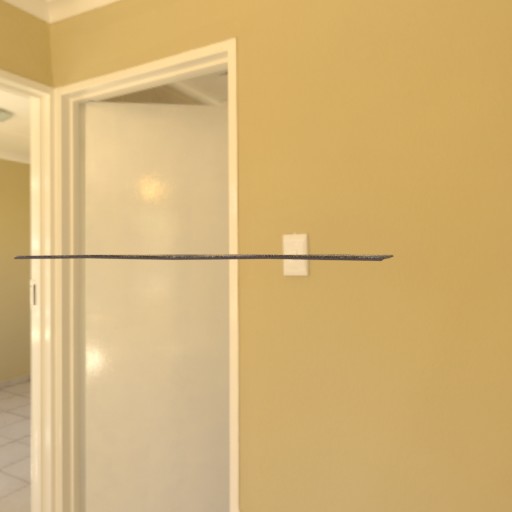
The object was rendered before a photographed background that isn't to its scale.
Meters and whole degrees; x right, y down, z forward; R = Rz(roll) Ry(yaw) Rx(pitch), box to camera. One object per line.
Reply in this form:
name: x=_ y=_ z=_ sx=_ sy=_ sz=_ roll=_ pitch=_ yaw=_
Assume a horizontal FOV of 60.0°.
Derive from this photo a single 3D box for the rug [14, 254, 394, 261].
rug: x=0.000 y=0.000 z=4.678 sx=2.716 sy=0.035 sz=3.612 roll=0 pitch=0 yaw=18
